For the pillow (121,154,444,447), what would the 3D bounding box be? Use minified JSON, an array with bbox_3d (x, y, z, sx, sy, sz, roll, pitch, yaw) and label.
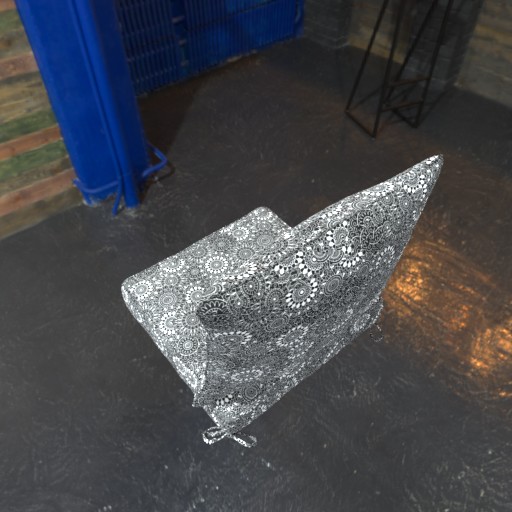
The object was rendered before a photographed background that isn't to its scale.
[{"bbox_3d":[0.000,0.000,1.371,0.798,0.722,0.740,-31,54,-26],"label":"pillow"}]
